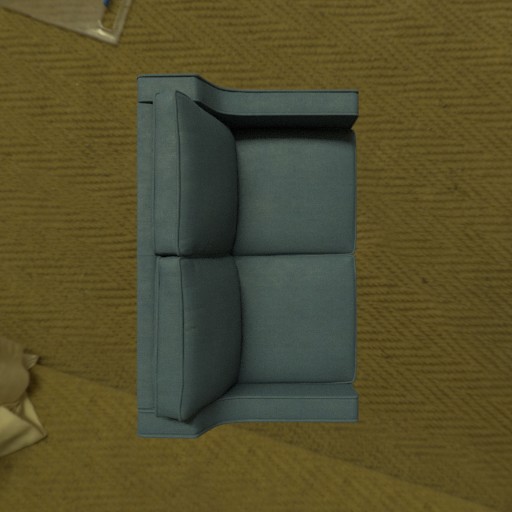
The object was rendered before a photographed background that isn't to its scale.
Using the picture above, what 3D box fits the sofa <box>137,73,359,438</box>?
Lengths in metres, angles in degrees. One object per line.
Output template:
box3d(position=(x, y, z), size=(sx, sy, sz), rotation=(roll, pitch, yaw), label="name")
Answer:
box3d(position=(0.000, 0.000, 2.160), size=(0.987, 0.971, 1.501), rotation=(0, 90, 1), label="sofa")
